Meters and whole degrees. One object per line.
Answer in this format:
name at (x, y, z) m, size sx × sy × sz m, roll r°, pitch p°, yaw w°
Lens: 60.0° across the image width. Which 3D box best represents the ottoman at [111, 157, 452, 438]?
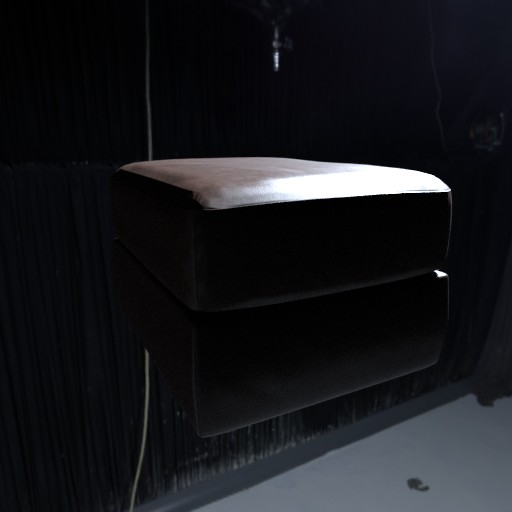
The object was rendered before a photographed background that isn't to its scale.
ottoman at (0.000, 0.000, 1.139) m, size 0.603 × 0.476 × 0.751 m, roll -8°, pitch 17°, yaw -26°
